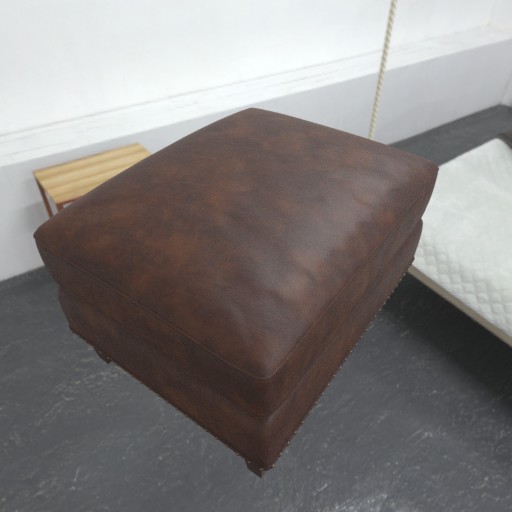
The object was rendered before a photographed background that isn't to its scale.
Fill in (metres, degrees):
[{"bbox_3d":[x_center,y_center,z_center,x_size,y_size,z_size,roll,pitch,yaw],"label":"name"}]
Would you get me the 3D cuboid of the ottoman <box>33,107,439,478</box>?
[{"bbox_3d":[0.000,0.000,1.074,0.586,0.486,0.742,26,47,26],"label":"ottoman"}]
